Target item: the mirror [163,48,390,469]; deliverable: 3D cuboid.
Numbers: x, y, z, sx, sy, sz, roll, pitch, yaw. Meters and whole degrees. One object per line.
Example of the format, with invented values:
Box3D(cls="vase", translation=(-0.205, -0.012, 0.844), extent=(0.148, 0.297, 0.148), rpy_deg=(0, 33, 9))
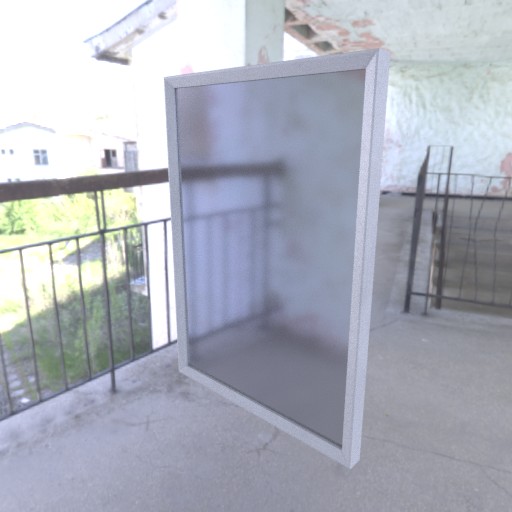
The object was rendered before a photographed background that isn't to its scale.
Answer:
Box3D(cls="mirror", translation=(0.000, 0.000, 0.897), extent=(0.507, 0.710, 0.039), rpy_deg=(14, 21, 41))
